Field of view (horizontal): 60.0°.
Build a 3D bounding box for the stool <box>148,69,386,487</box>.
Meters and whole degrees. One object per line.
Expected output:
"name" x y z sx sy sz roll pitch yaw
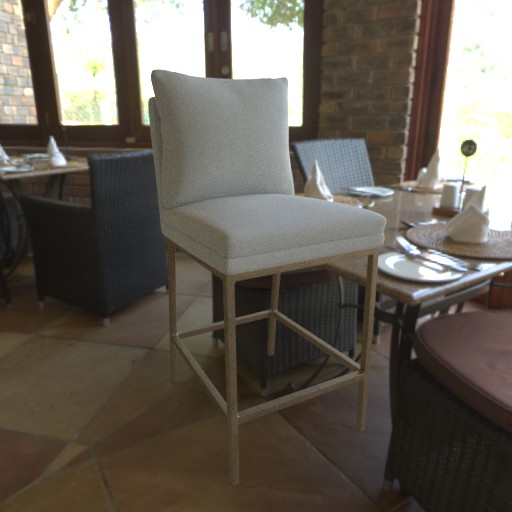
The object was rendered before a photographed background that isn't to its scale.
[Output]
"stool" 0.000 0.000 1.307 0.463 1.032 0.572 -9 20 -28
